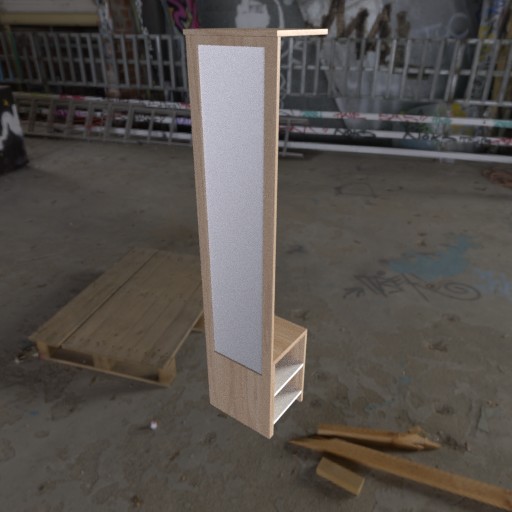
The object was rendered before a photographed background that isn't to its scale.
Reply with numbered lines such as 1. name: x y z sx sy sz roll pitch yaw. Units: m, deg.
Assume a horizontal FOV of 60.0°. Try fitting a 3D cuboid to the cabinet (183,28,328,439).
1. cabinet: 0.000 0.000 2.061 0.411 1.879 0.338 19 33 31
